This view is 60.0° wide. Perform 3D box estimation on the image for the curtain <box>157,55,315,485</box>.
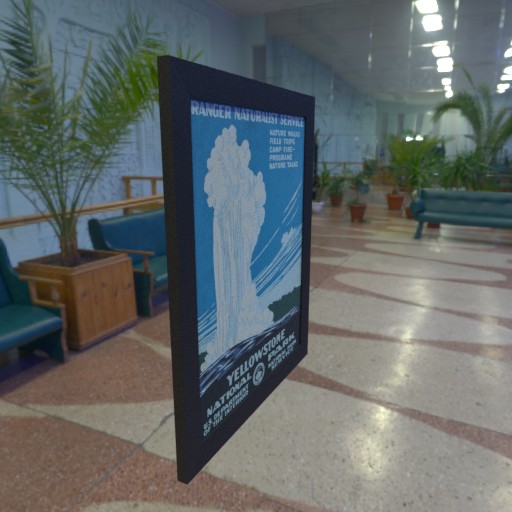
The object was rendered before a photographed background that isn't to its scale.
[{"bbox_3d":[0.000,0.000,0.796,0.027,0.585,0.483,7,15,27],"label":"curtain"}]
